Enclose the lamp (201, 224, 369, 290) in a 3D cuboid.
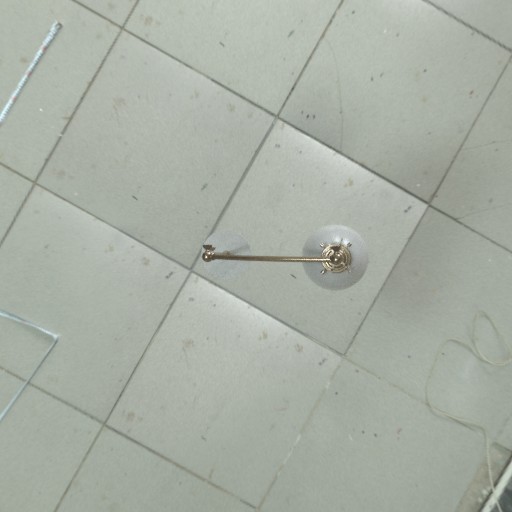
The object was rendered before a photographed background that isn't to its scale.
[{"bbox_3d":[0.000,0.000,1.784,0.599,1.586,0.288,0,90,-1],"label":"lamp"}]
